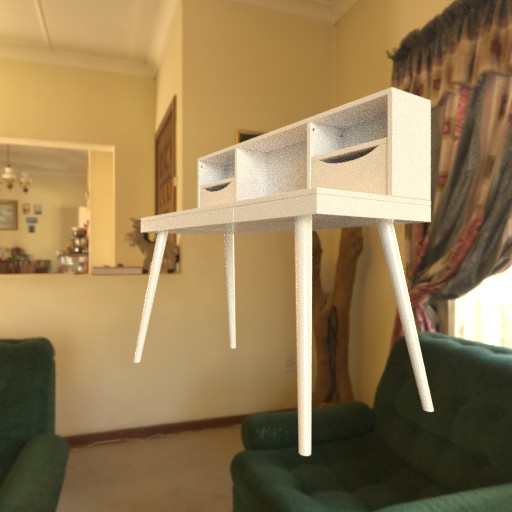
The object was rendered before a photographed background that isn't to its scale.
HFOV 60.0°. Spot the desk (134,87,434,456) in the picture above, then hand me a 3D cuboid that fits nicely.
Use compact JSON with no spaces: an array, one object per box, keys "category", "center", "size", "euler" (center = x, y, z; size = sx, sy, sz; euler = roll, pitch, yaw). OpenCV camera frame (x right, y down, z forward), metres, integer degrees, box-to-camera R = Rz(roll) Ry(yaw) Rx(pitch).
[{"category":"desk","center":[0.000,0.000,1.744],"size":[0.559,0.990,1.199],"euler":[0,0,-36]}]
